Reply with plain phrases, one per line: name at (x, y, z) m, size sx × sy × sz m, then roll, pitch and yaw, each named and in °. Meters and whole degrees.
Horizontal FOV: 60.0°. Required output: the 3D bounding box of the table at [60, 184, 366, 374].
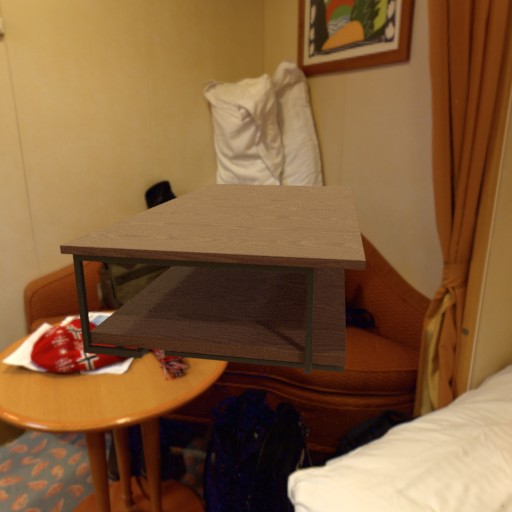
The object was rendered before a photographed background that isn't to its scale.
table at (0.000, 0.000, 1.523) m, size 0.651 × 0.347 × 1.197 m, roll 3°, pitch 16°, yaw 10°
